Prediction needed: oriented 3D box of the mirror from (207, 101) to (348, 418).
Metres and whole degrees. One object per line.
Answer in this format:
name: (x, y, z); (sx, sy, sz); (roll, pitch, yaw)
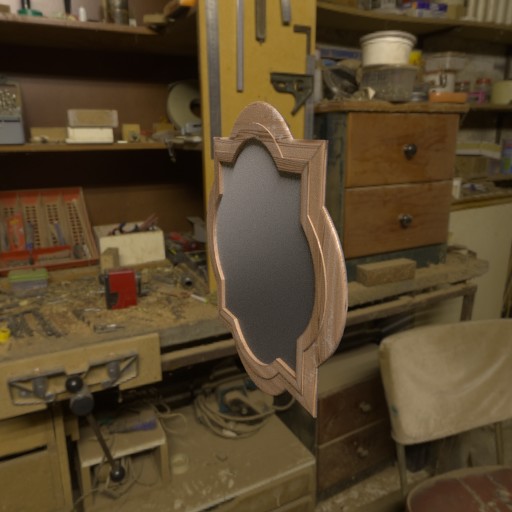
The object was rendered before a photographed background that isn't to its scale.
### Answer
mirror: (0.000, 0.000, 1.065); (0.019, 0.686, 0.686); (-7, 17, -25)
